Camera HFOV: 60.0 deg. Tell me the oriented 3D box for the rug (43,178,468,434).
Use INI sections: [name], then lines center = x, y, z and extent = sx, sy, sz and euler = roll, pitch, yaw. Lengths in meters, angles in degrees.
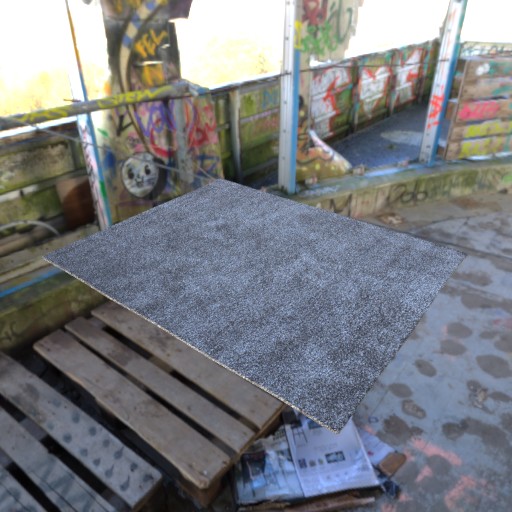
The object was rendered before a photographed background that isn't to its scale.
[rug]
center = 0.000, 0.000, 3.998
extent = 3.000, 0.025, 2.401
euler = 22, 38, 32
